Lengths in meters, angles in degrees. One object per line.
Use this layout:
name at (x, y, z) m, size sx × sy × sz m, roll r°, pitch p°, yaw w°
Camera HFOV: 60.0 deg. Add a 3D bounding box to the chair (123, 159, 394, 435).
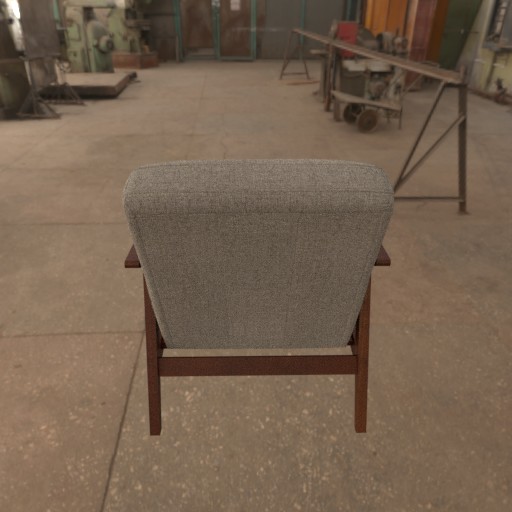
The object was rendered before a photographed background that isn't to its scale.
chair at (0.000, 0.000, 1.479) m, size 0.704 × 0.847 × 0.858 m, roll 0°, pitch 30°, yaw -1°
